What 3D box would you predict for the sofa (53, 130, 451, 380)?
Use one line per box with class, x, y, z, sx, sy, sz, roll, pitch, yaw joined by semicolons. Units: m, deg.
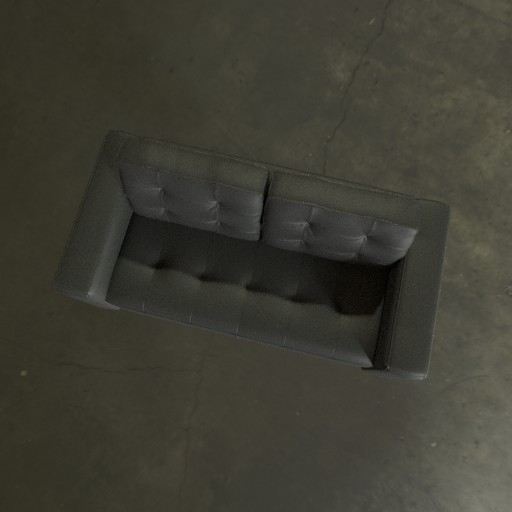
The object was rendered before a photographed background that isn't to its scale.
sofa;0.000;0.000;2.204;1.726;0.893;0.833;13;77;3
